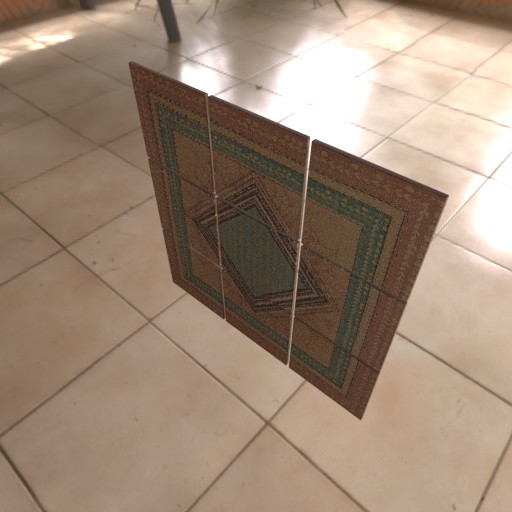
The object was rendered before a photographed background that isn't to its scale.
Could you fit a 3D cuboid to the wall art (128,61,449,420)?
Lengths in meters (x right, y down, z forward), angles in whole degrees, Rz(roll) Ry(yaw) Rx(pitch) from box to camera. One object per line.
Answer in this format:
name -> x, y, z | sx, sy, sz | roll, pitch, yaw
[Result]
wall art -> 0.000, 0.000, 1.335 | 0.915, 0.914, 0.013 | 32, 53, 27
